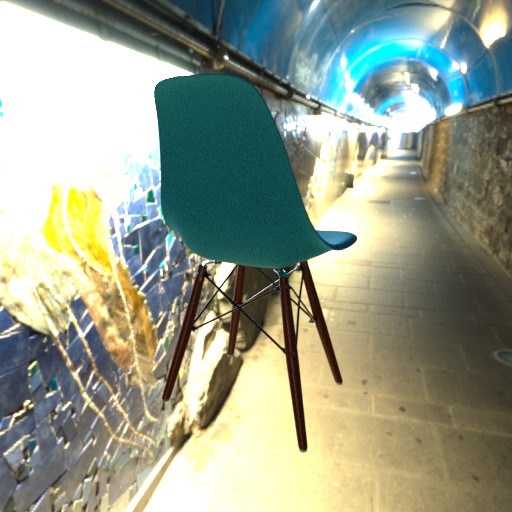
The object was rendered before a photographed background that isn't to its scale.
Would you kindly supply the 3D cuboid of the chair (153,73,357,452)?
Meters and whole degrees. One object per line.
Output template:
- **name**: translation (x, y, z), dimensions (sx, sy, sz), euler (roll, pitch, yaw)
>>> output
- **chair**: translation (0.000, 0.000, 1.161), dimensions (0.470, 0.826, 0.533), euler (8, 17, 27)
